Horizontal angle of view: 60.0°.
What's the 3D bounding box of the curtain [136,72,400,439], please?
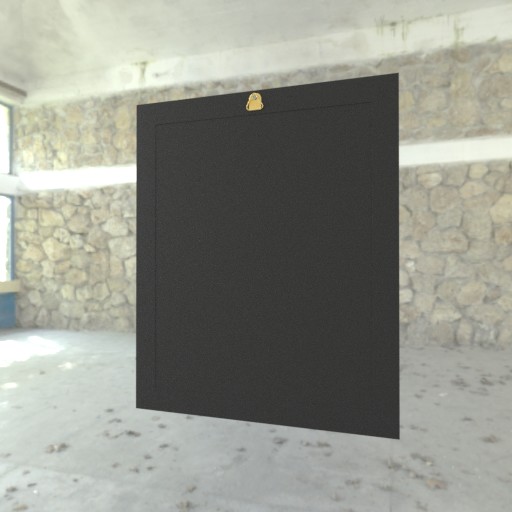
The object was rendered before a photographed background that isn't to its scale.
[{"bbox_3d":[0.000,0.000,0.786,0.483,0.585,0.027,0,0,18],"label":"curtain"}]
